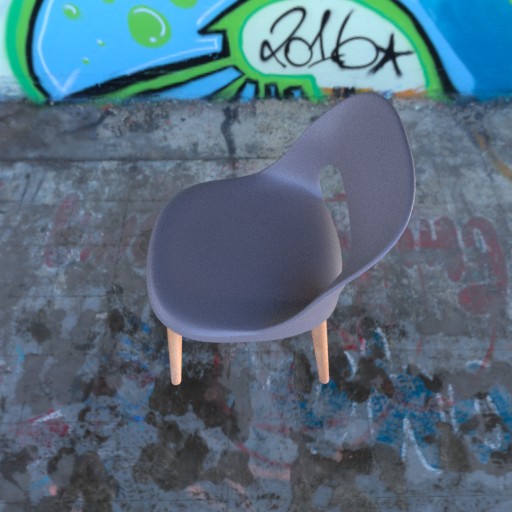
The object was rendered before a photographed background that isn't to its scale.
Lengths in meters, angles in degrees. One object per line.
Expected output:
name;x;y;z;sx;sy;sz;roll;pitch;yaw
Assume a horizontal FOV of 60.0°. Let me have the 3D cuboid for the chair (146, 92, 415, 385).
chair;0.000;0.000;1.143;0.556;0.795;0.470;-1;59;-1
